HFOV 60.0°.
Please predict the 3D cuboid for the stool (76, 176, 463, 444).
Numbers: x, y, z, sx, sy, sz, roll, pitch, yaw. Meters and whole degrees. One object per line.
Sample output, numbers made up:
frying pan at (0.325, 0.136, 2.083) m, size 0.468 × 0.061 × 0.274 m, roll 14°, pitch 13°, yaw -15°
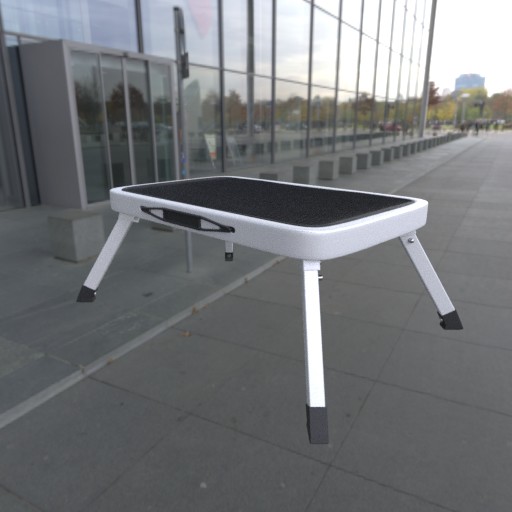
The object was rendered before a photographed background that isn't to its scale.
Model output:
stool at (0.000, 0.000, 0.602) m, size 0.460 × 0.170 × 0.320 m, roll 16°, pitch 23°, yaw 42°
